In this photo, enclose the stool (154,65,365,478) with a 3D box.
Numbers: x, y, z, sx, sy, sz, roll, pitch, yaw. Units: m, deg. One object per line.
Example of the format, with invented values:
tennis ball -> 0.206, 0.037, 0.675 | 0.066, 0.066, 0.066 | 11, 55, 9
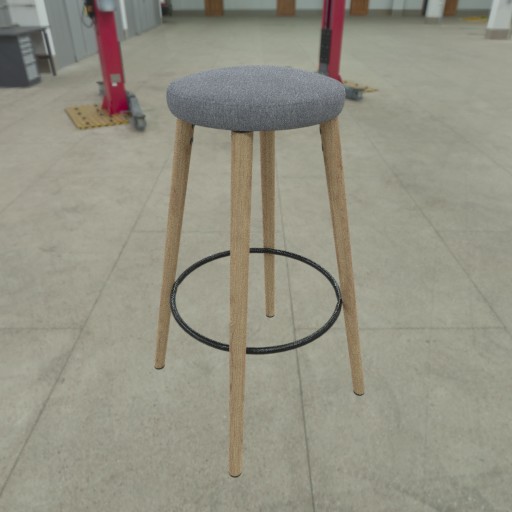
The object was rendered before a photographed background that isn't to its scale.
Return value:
stool -> 0.000, 0.000, 0.984 | 0.410, 0.770, 0.410 | -20, 37, -30
